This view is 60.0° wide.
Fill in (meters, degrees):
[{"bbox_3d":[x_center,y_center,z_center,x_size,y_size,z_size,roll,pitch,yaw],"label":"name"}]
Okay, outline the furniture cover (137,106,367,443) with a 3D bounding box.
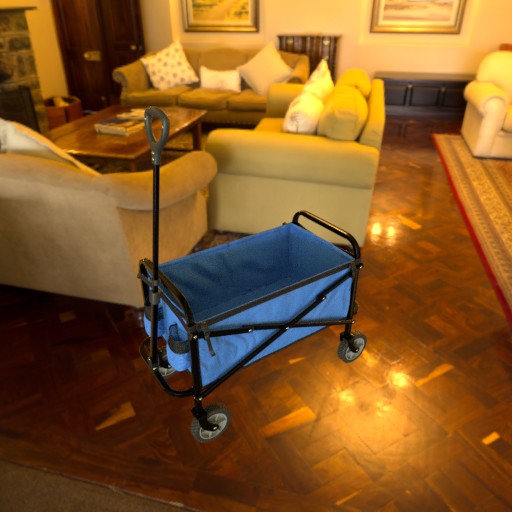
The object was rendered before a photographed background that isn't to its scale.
[{"bbox_3d":[0.000,0.000,1.864,1.038,1.295,0.532,-19,35,-30],"label":"furniture cover"}]
